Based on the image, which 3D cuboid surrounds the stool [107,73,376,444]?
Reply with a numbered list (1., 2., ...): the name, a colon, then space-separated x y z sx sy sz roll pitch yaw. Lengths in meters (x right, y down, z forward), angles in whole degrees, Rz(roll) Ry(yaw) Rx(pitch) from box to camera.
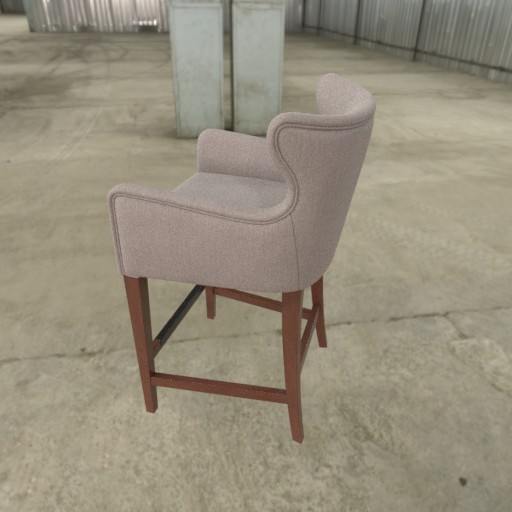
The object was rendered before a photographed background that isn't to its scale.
1. stool: 0.000 0.000 1.310 0.575 0.951 0.575 9 31 15
